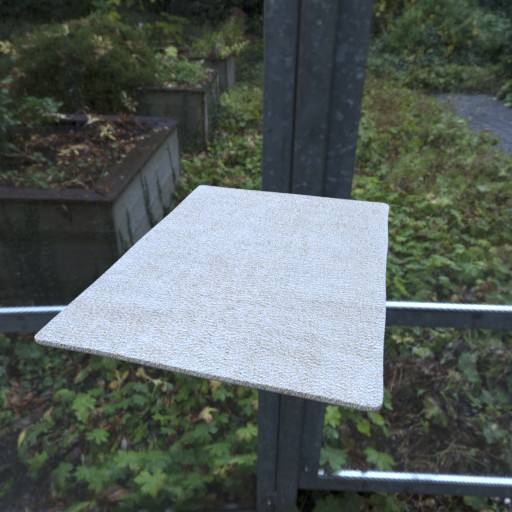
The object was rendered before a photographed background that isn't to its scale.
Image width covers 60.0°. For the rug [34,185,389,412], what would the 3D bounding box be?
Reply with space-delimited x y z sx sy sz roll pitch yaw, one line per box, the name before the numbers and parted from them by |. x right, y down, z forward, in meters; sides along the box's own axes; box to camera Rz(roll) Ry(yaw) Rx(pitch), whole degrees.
rug | 0.000 0.000 2.098 1.200 0.027 1.600 8 30 13
